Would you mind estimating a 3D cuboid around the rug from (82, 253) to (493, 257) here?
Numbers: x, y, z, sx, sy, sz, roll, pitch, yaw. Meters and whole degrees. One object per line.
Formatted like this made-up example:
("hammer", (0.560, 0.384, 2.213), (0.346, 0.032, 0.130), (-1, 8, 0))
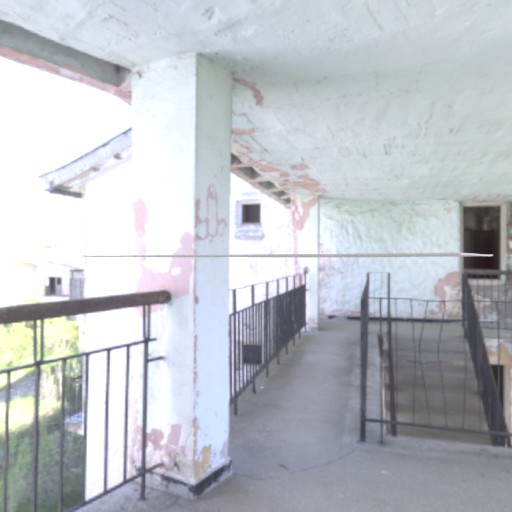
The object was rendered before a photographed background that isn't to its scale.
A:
("rug", (0.000, 0.000, 2.672), (2.442, 0.016, 0.770), (0, -1, 36))
